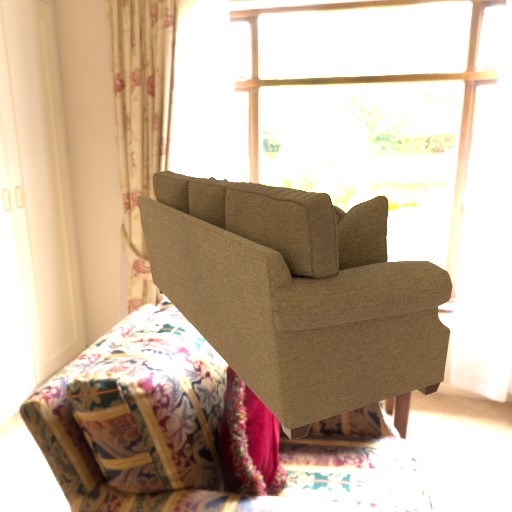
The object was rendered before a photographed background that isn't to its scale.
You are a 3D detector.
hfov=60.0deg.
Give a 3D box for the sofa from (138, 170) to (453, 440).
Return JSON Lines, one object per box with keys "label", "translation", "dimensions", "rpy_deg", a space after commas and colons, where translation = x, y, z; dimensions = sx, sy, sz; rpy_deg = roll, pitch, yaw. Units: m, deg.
{"label": "sofa", "translation": [0.000, 0.000, 2.721], "dimensions": [0.965, 0.975, 2.312], "rpy_deg": [-7, 15, -26]}
